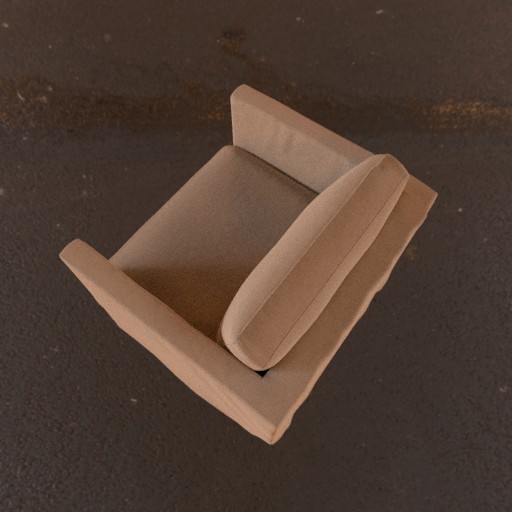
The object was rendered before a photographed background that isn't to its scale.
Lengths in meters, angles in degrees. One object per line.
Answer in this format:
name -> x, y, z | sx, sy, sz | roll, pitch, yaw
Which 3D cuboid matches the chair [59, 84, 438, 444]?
chair -> 0.000, 0.000, 1.789 | 0.949, 0.867, 1.057 | 34, 68, 16
